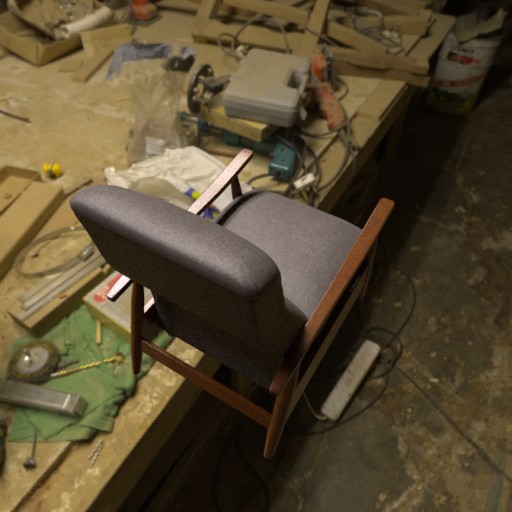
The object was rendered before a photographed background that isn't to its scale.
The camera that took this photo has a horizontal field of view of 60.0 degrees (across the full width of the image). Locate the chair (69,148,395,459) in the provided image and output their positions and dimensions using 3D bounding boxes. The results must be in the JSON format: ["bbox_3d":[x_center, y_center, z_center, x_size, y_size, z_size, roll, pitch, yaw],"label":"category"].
[{"bbox_3d":[0.000,0.000,1.775,0.762,1.081,1.014,24,52,21],"label":"chair"}]
